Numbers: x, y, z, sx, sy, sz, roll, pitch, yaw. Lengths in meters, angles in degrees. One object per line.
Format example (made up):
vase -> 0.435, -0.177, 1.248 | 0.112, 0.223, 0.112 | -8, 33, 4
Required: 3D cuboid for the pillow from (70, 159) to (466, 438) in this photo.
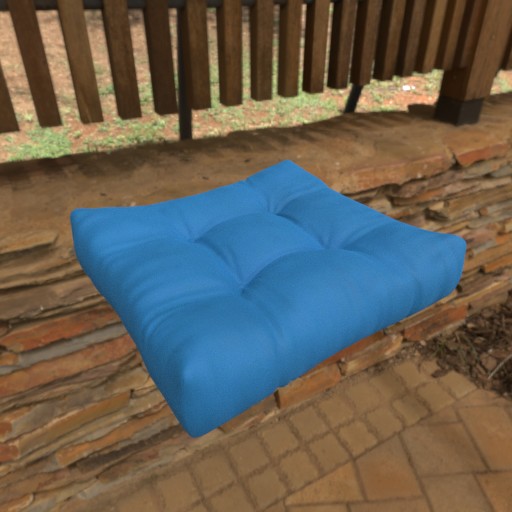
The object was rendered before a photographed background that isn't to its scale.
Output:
pillow -> 0.000, 0.000, 0.734 | 0.490, 0.128, 0.468 | -20, 37, -28
